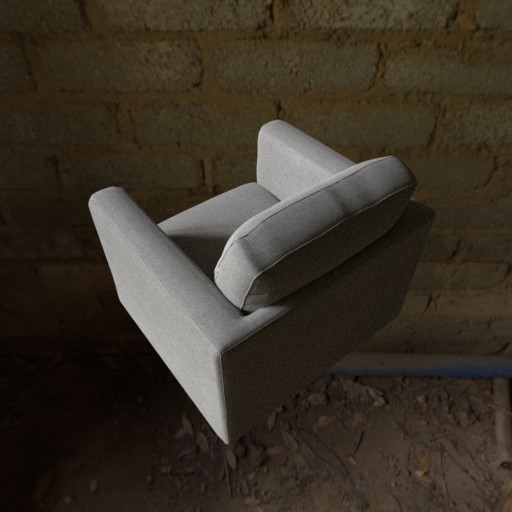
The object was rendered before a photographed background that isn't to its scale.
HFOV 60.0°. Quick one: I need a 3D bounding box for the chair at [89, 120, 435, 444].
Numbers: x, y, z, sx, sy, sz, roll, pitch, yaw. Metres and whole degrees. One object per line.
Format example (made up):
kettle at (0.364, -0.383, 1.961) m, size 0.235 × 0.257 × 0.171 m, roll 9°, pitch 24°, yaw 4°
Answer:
chair at (0.000, 0.000, 1.594) m, size 0.855 × 0.927 × 0.800 m, roll -29°, pitch 53°, yaw -25°
